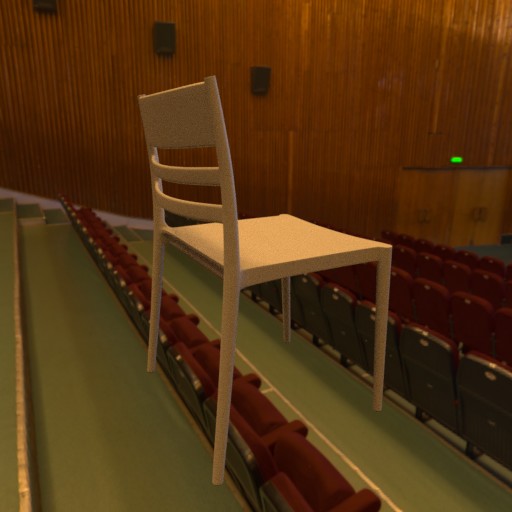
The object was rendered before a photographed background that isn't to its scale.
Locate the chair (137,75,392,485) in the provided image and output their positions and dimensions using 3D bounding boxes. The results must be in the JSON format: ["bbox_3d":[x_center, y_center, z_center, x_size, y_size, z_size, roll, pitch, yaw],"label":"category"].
[{"bbox_3d":[0.000,0.000,1.142,0.511,0.800,0.531,-8,18,-27],"label":"chair"}]
